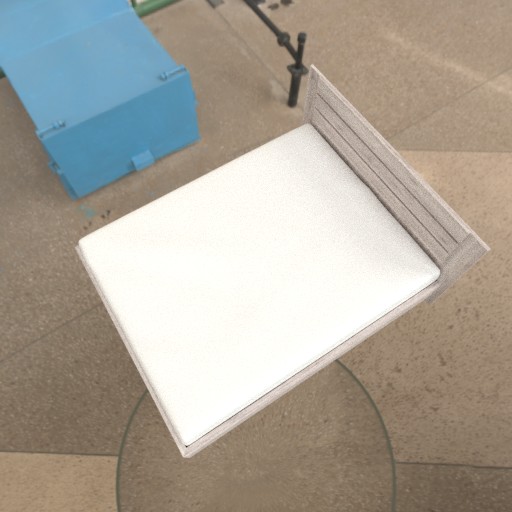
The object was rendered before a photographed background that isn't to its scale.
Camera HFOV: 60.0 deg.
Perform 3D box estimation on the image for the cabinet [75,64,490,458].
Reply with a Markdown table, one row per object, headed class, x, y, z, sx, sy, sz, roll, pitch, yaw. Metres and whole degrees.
| class | x | y | z | sx | sy | sz | roll | pitch | yaw |
| --- | --- | --- | --- | --- | --- | --- | --- | --- | --- |
| cabinet | 0.000 | 0.000 | 3.042 | 2.080 | 0.970 | 1.750 | -30 | 68 | -13 |
